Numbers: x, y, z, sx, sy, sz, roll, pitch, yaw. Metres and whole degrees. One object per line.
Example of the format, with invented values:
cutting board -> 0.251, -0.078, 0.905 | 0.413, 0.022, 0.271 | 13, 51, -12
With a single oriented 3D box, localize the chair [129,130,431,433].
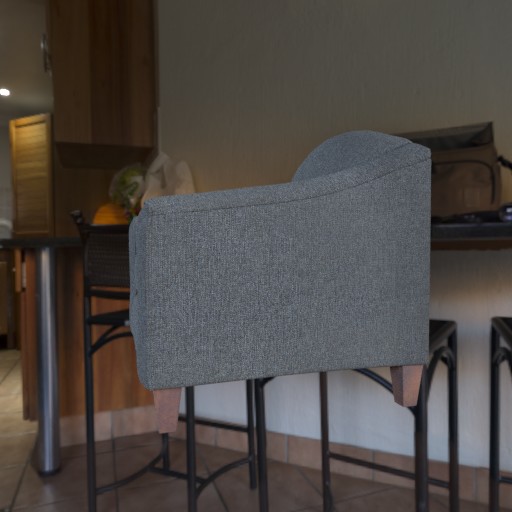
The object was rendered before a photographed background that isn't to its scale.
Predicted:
chair -> 0.000, 0.000, 1.456 | 0.787, 0.839, 0.763 | -1, 2, -17
